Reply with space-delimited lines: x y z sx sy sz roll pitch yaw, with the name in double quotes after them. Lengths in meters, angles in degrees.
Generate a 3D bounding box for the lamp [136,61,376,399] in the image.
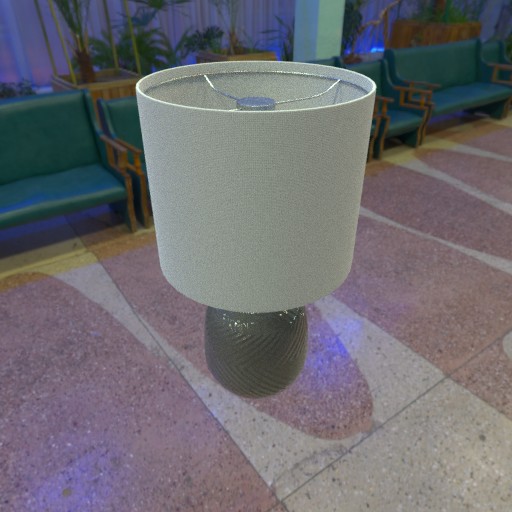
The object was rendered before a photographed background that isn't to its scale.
0.000 0.000 0.488 0.207 0.366 0.207 -19 37 -27 "lamp"
